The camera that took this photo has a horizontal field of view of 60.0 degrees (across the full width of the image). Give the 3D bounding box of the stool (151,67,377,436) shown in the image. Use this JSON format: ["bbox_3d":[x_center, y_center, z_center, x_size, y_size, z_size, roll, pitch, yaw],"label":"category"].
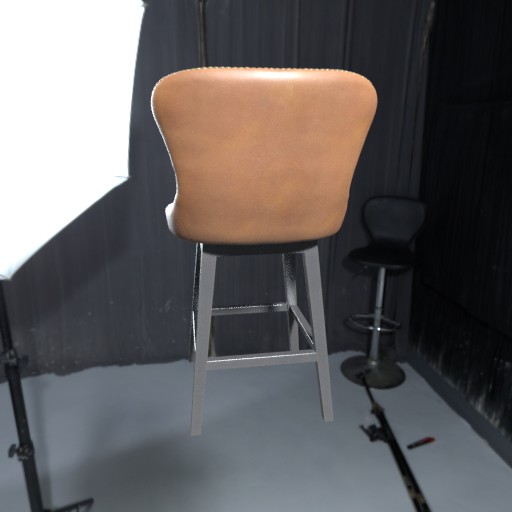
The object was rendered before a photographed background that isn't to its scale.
[{"bbox_3d":[0.000,0.000,1.310,0.528,0.971,0.593,-3,17,-9],"label":"stool"}]
